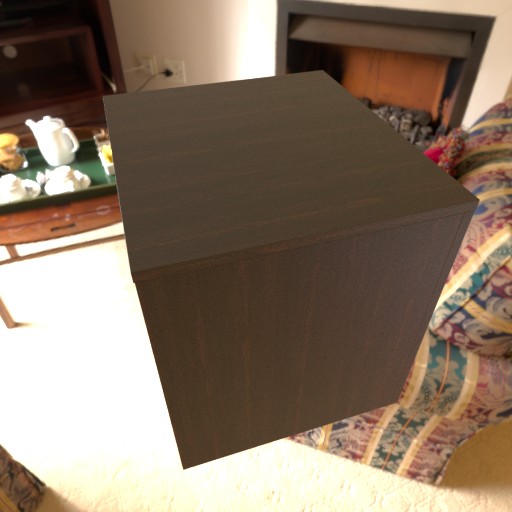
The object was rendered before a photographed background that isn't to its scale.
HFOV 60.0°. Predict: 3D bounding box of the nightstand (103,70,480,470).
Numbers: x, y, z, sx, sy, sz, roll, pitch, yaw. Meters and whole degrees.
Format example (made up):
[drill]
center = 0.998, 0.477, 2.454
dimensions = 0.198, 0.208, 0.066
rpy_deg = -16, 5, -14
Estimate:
[nightstand]
center = 0.000, 0.000, 0.787
dimensions = 0.400, 0.460, 0.461
rpy_deg = -12, 43, -13
